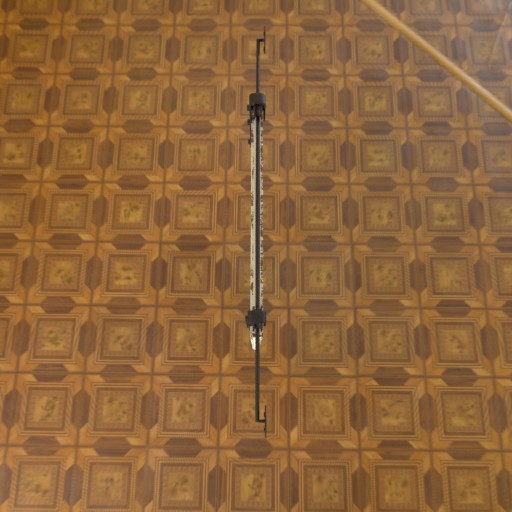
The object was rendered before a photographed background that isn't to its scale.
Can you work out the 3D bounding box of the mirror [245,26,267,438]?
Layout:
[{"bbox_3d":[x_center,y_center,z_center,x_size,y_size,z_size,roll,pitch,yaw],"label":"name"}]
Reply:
[{"bbox_3d":[0.000,0.000,1.199,0.037,0.844,0.808,0,76,0],"label":"mirror"}]
